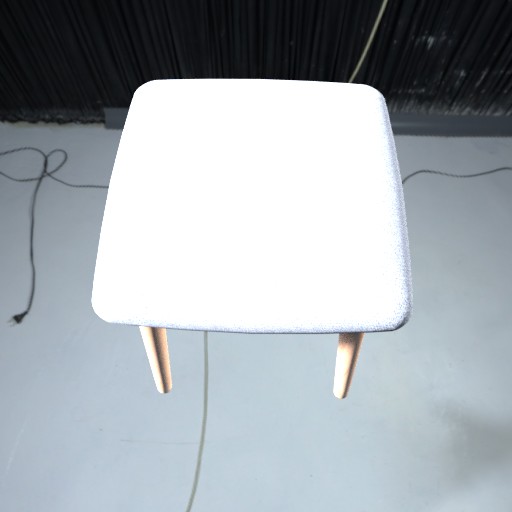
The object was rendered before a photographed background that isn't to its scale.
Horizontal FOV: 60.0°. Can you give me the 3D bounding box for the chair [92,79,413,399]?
[{"bbox_3d":[0.000,0.000,0.685,0.350,0.440,0.350,2,63,1],"label":"chair"}]
